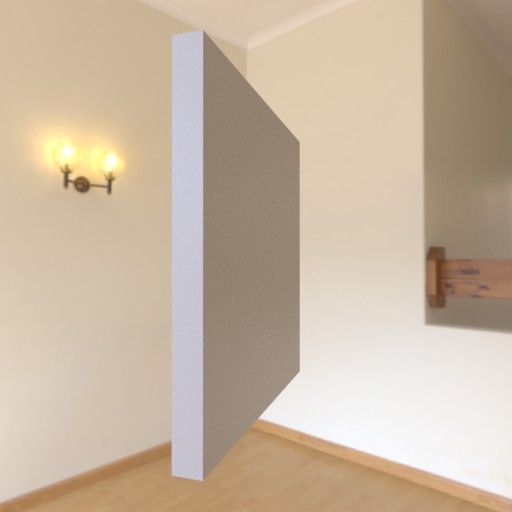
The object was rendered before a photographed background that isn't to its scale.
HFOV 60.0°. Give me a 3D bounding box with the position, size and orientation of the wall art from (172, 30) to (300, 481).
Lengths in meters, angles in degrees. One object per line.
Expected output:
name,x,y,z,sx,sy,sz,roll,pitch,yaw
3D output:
wall art,0.000,0.000,0.521,0.027,0.355,0.355,0,0,18
